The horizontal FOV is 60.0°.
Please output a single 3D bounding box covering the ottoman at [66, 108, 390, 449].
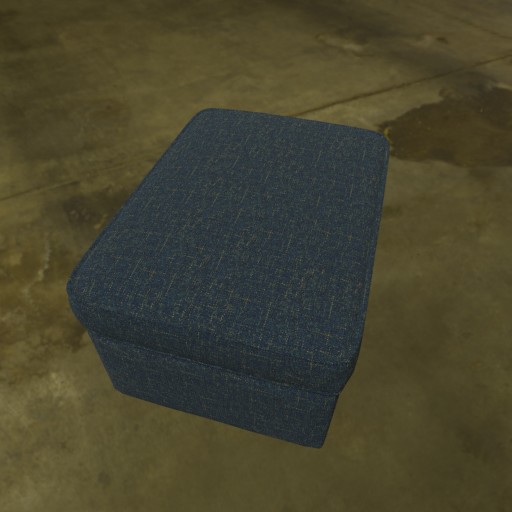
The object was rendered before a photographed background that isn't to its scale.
[{"bbox_3d":[0.000,0.000,1.113,0.549,0.450,0.749,12,47,11],"label":"ottoman"}]
